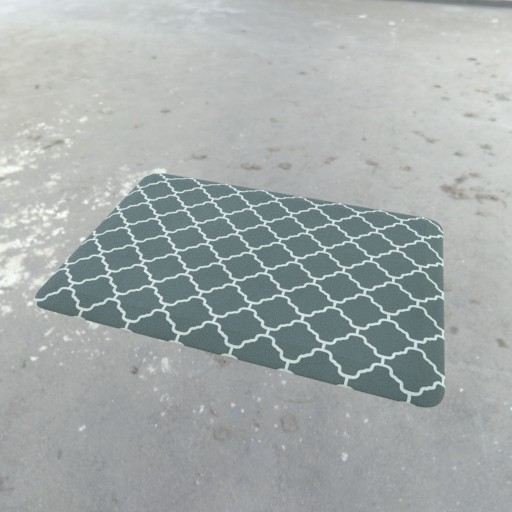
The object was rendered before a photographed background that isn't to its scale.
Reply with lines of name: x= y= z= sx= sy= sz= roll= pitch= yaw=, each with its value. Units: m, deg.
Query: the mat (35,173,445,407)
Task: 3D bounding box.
mat: x=0.000 y=0.000 z=0.939 sx=0.762 sy=0.021 sz=0.508 roll=12 pitch=43 yaw=13
